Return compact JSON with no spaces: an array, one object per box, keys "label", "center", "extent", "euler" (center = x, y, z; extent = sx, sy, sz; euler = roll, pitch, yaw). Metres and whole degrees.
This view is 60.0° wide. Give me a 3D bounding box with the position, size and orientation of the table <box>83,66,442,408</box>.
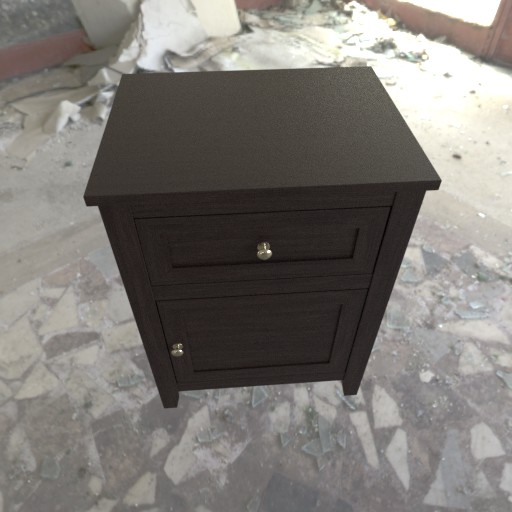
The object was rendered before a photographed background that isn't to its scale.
[{"label":"table","center":[0.000,0.000,0.946],"extent":[0.480,0.635,0.381],"euler":[-3,46,-3]}]
